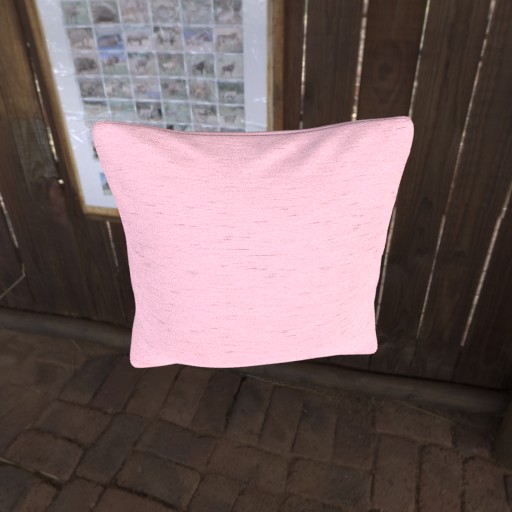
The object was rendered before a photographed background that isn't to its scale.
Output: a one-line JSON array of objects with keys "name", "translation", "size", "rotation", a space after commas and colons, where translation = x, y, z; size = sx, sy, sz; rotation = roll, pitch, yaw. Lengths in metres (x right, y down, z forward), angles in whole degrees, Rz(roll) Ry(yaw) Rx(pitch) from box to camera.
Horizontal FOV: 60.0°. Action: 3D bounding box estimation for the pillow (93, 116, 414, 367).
[{"name": "pillow", "translation": [0.000, 0.000, 0.684], "size": [0.432, 0.415, 0.246], "rotation": [-2, 30, -4]}]
